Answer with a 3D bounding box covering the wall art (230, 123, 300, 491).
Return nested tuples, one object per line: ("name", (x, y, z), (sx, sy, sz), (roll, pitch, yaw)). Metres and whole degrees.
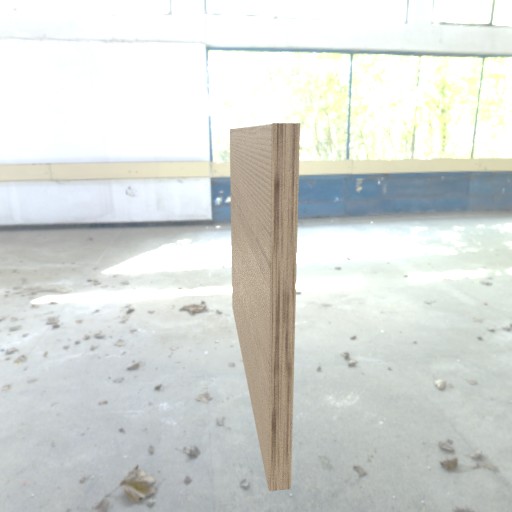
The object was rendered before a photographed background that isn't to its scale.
("wall art", (0.000, 0.000, 1.090), (0.063, 0.609, 0.841), (-2, 16, -7))
